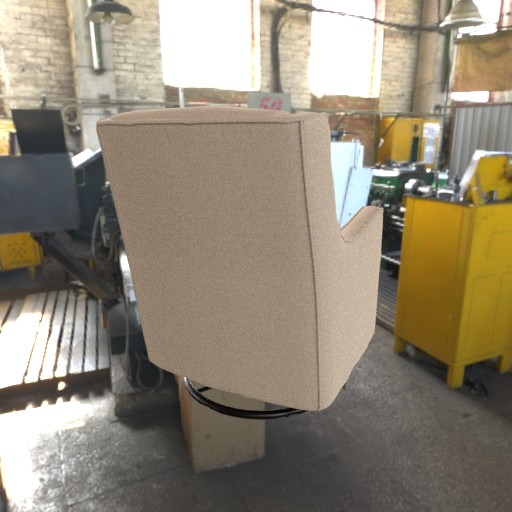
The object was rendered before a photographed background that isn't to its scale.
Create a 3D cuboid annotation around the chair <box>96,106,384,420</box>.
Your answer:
[{"bbox_3d":[0.000,0.000,1.604,0.732,0.993,0.879,8,17,26],"label":"chair"}]
